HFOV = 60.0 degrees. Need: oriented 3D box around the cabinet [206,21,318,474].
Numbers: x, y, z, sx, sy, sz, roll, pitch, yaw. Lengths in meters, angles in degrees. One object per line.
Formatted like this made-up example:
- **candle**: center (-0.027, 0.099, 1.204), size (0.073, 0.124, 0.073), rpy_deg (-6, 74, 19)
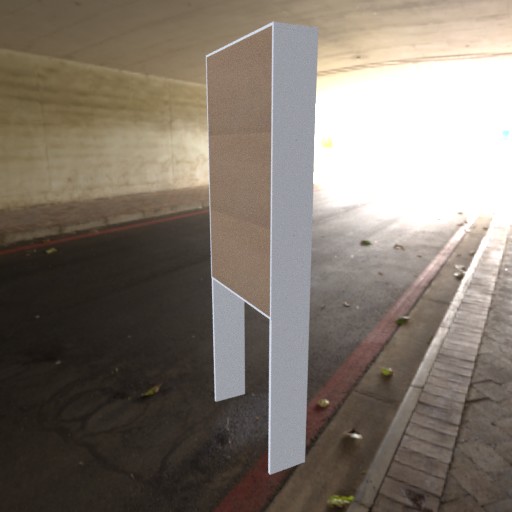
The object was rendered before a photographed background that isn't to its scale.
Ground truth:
- **cabinet**: center (0.000, 0.000, 2.007), size (0.192, 1.770, 0.643), rpy_deg (-7, 16, -26)
